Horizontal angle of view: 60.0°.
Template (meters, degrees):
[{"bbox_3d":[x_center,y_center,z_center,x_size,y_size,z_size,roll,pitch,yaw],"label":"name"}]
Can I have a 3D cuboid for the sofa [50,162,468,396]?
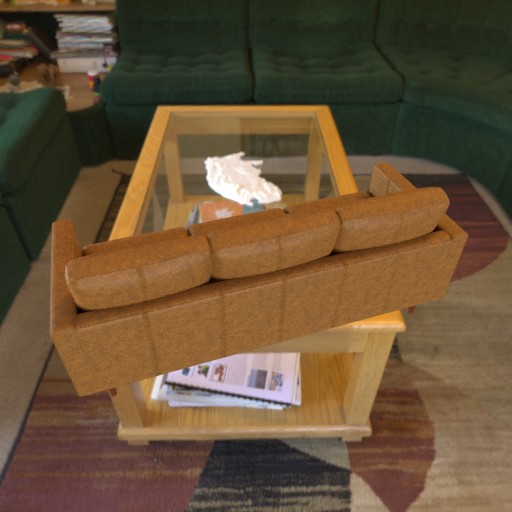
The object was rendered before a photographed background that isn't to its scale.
[{"bbox_3d":[0.000,0.000,2.691,2.231,0.930,0.903,-12,43,-14],"label":"sofa"}]
